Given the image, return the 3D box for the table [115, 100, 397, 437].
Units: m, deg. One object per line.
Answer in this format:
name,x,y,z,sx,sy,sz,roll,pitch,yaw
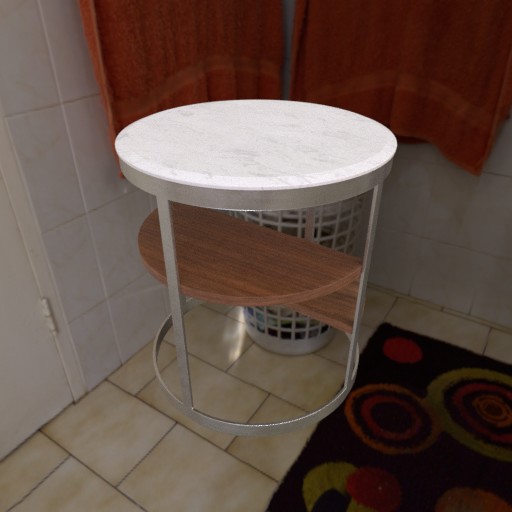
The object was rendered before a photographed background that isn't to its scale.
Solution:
table,0.000,0.000,0.777,0.407,0.447,0.407,0,32,0
